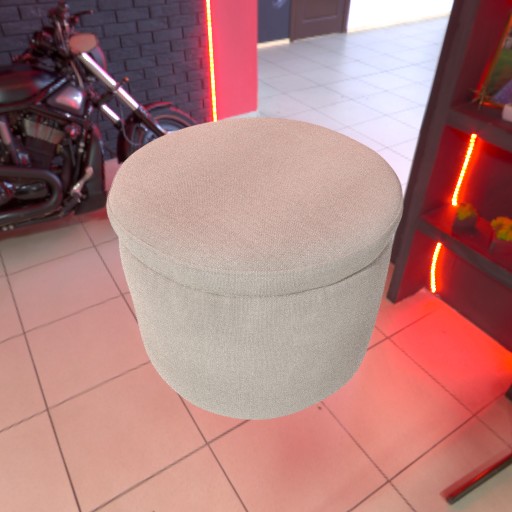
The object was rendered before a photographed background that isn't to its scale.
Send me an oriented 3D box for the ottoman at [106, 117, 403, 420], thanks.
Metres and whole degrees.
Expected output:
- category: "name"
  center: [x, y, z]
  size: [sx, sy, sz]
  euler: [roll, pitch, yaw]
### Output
- category: "ottoman"
  center: [0.000, 0.000, 0.870]
  size: [0.497, 0.409, 0.497]
  euler: [0, 40, 0]
